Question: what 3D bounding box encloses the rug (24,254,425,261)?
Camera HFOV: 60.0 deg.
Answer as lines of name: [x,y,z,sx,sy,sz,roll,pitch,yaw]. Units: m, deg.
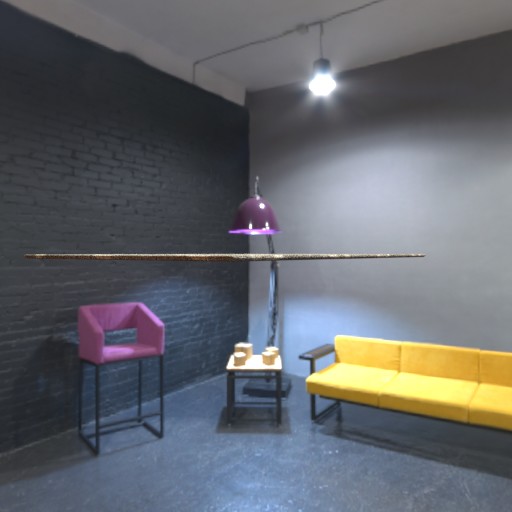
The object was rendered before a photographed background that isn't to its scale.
rug: [0.000,0.000,3.441,1.801,0.026,2.701,0,0,37]
